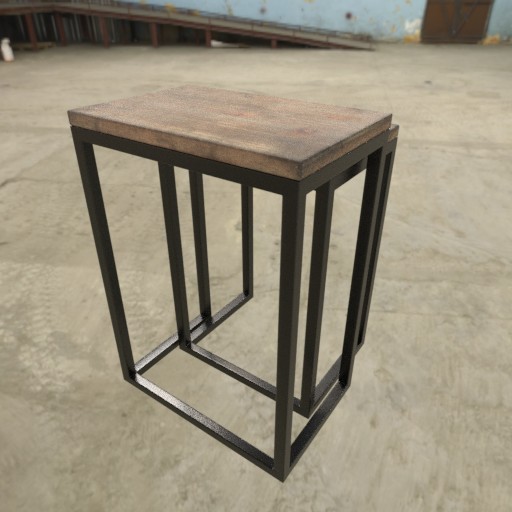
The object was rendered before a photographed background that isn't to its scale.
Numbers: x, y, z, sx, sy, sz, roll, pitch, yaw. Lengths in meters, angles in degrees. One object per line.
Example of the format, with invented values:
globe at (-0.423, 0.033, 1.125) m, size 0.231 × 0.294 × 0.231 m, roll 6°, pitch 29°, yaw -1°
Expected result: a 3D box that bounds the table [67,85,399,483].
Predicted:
table at (0.000, 0.000, 0.927) m, size 0.456 × 0.615 × 0.460 m, roll 22°, pitch 37°, yaw 32°
